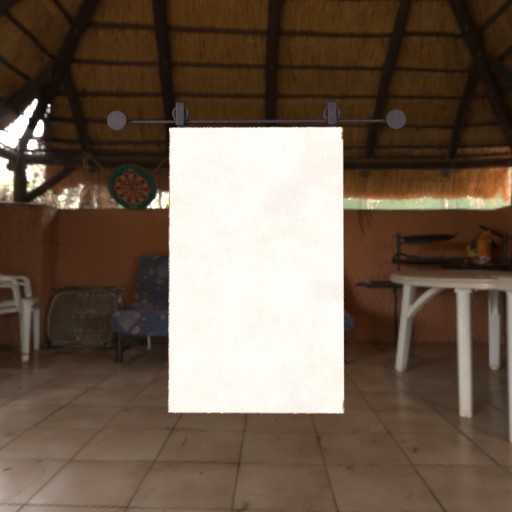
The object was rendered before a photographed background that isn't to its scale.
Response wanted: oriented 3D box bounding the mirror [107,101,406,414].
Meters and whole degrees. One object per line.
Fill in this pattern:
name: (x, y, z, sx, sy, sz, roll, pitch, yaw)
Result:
mirror: (0.000, 0.000, 1.208, 0.808, 0.844, 0.037, 0, -1, 1)
